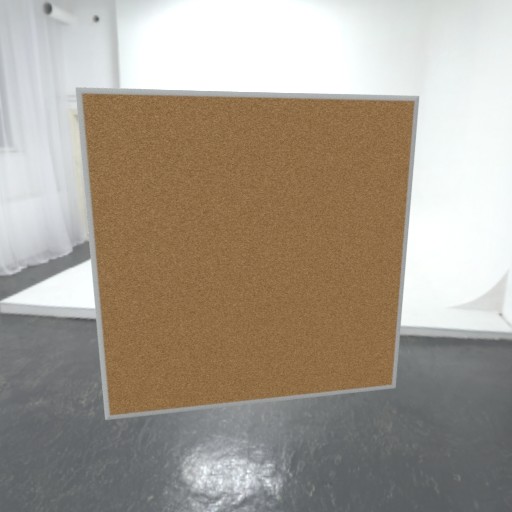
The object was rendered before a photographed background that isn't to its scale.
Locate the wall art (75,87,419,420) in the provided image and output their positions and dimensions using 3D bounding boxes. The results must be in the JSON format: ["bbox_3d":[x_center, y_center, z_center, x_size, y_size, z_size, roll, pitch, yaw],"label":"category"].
[{"bbox_3d":[0.000,0.000,0.441,0.305,0.304,0.038,-3,14,-11],"label":"wall art"}]
